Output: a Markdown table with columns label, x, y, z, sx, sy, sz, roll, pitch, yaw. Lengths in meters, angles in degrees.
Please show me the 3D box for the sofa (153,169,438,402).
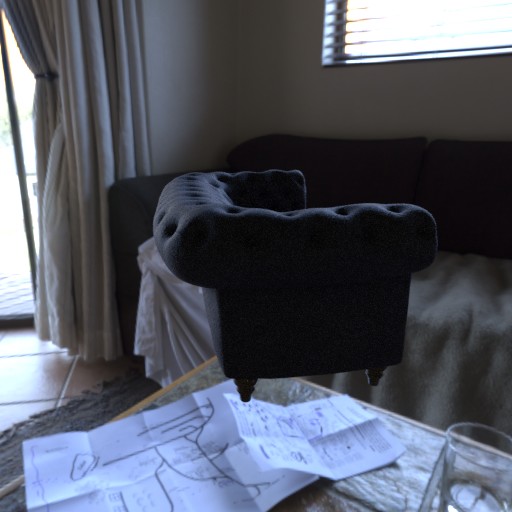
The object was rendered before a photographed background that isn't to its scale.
| label | x | y | z | sx | sy | sz | roll | pitch | yaw |
| --- | --- | --- | --- | --- | --- | --- | --- | --- | --- |
| sofa | 0.000 | 0.000 | 2.520 | 1.082 | 0.833 | 1.988 | -3 | 16 | -9 |
